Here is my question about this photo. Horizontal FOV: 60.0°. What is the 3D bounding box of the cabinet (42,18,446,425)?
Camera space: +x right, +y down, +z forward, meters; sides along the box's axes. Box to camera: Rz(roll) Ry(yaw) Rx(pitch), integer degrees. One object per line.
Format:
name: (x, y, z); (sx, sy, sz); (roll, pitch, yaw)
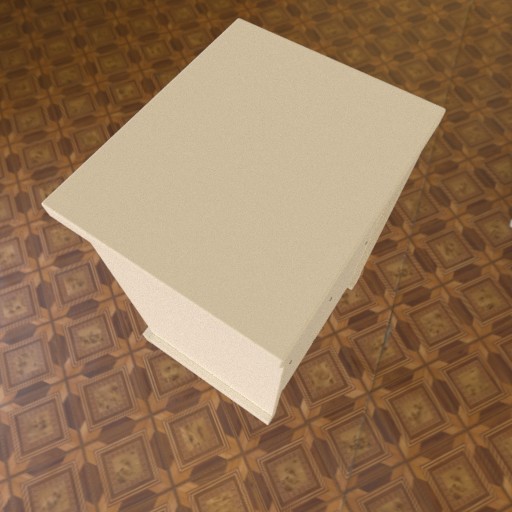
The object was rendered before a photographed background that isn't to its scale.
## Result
cabinet: (0.000, 0.000, 1.029); (0.431, 0.723, 0.520); (31, 67, 15)
